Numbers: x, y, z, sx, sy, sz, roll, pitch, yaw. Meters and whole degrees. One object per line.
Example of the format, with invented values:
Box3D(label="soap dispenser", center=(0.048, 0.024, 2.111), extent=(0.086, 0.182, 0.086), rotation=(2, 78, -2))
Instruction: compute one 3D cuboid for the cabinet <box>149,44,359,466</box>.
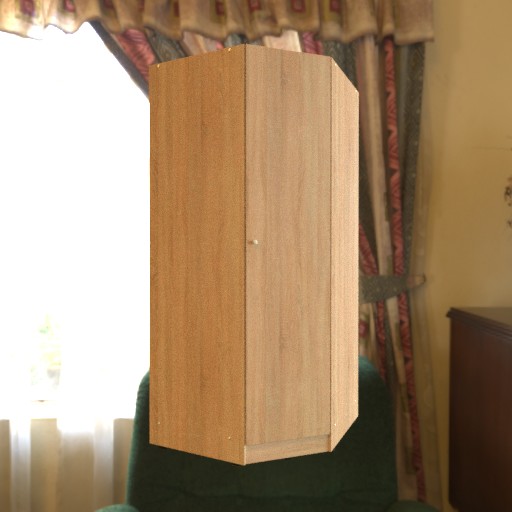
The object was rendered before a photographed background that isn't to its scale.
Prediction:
Box3D(label="cabinet", center=(0.000, 0.000, 2.788), extent=(1.327, 2.120, 1.094), rotation=(0, 1, -18))
